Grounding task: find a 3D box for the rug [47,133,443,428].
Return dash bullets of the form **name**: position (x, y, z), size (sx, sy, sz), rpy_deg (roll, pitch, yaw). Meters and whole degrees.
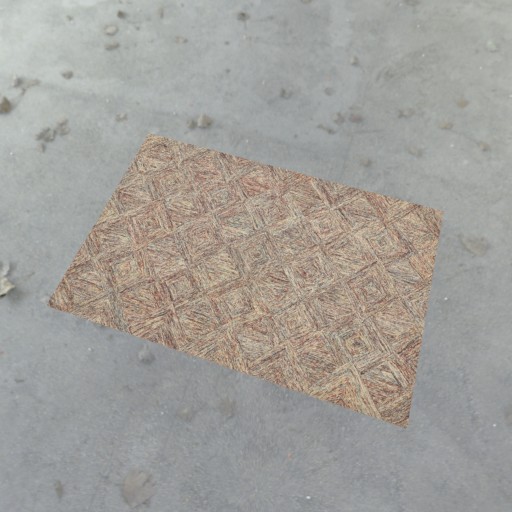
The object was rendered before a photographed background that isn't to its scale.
- **rug**: position (0.000, 0.000, 2.972), size (2.285, 0.019, 1.523), rpy_deg (17, 63, 9)
